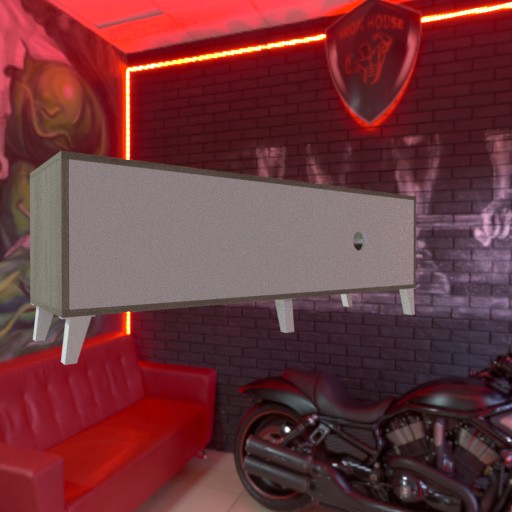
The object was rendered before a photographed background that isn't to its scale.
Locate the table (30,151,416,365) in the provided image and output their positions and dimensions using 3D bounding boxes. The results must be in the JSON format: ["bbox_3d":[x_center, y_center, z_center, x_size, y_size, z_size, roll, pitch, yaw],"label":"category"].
[{"bbox_3d":[0.000,0.000,1.704,1.500,0.530,0.400,0,1,-37],"label":"table"}]
